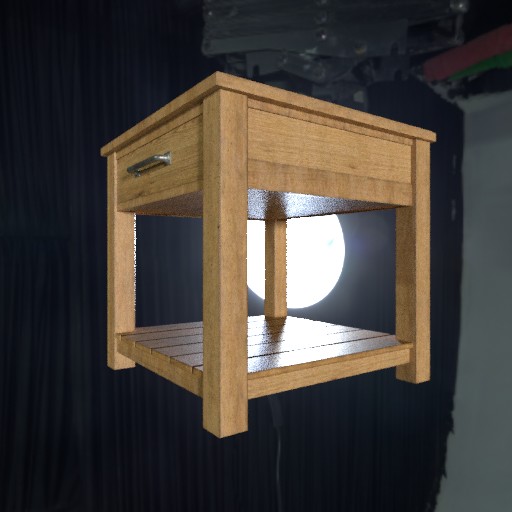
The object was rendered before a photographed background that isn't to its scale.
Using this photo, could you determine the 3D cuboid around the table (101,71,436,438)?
[{"bbox_3d":[0.000,0.000,1.126,0.612,0.593,0.616,0,0,-36],"label":"table"}]
